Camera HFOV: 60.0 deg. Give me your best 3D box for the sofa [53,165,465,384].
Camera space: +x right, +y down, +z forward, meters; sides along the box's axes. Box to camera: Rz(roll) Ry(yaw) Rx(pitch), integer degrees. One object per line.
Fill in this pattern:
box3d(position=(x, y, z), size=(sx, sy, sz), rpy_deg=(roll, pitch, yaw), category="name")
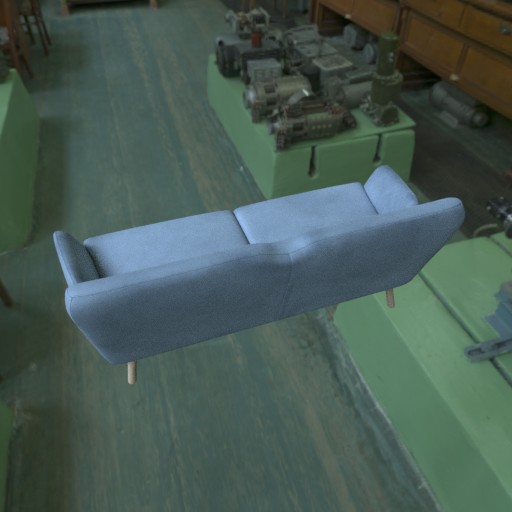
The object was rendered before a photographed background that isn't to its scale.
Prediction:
box3d(position=(0.000, 0.000, 2.266), size=(1.870, 0.810, 0.850), rpy_deg=(-13, 45, -14), category="sofa")
